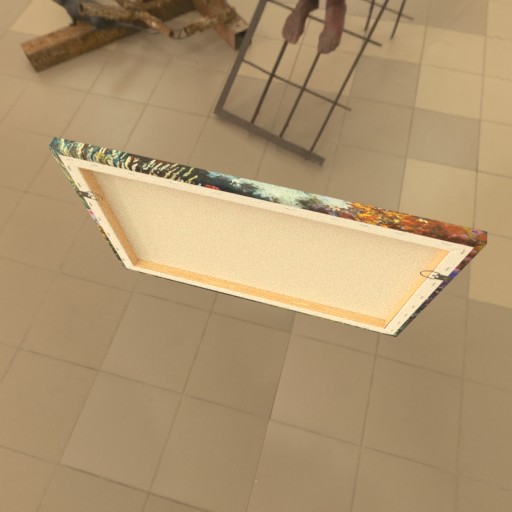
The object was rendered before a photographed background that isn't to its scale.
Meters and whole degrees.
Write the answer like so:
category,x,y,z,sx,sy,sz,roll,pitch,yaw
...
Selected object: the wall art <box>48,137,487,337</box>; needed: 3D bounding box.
category,x,y,z,sx,sy,sz,roll,pitch,yaw
wall art,0.000,0.000,1.456,1.136,0.760,0.042,13,64,7
